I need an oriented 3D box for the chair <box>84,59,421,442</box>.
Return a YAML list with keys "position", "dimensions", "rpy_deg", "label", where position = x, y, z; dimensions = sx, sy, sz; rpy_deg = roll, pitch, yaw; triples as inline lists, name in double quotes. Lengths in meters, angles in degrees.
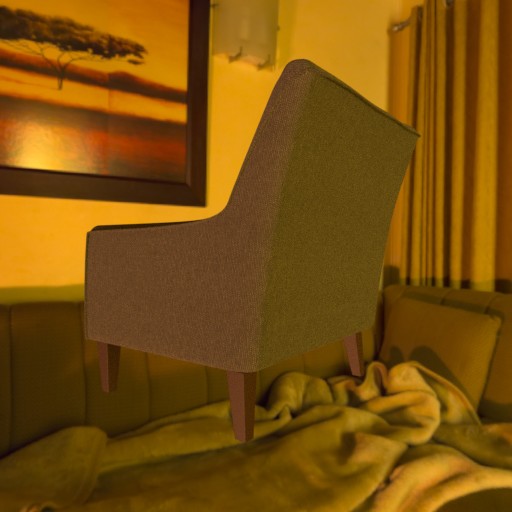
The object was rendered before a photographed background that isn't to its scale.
- position: [0.000, 0.000, 1.546]
  dimensions: [0.899, 0.919, 0.780]
  rpy_deg: [1, 2, 37]
  label: "chair"
